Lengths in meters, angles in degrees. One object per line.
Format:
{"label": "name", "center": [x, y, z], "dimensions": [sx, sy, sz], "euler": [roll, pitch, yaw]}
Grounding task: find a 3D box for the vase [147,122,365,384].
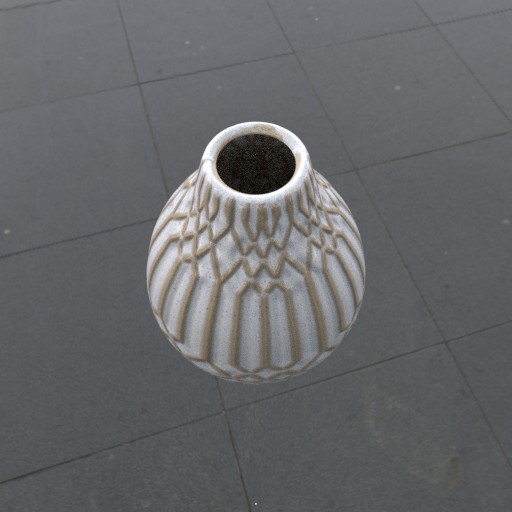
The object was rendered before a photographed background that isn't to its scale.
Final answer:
{"label": "vase", "center": [0.000, 0.000, 0.309], "dimensions": [0.159, 0.200, 0.159], "euler": [0, 61, 0]}
